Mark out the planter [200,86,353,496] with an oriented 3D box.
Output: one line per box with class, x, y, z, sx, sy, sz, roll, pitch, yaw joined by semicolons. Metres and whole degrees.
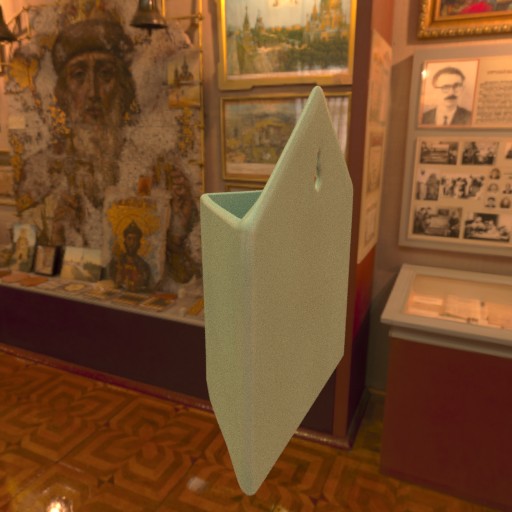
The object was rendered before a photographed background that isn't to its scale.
planter;0.000;0.000;0.279;0.079;0.197;0.164;8;18;26
